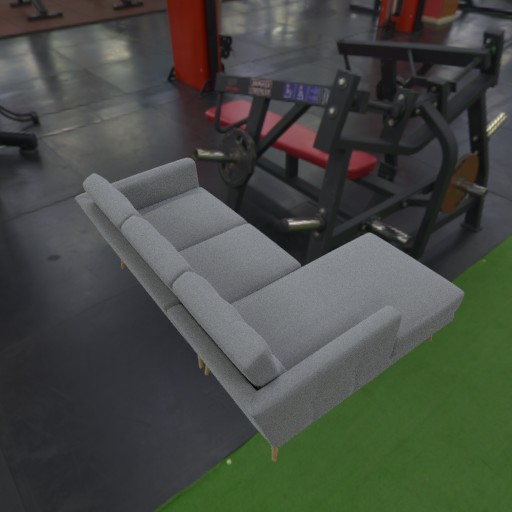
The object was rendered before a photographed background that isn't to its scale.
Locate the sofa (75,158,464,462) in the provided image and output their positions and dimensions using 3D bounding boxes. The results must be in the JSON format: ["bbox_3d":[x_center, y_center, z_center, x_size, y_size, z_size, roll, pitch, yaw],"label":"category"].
[{"bbox_3d":[0.000,0.000,2.825,1.530,0.860,2.040,-26,47,-27],"label":"sofa"}]
